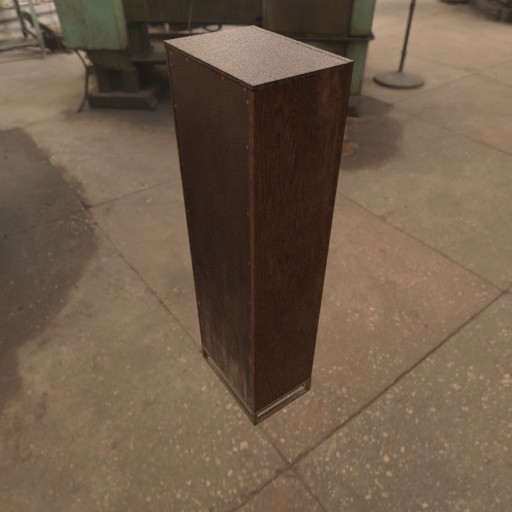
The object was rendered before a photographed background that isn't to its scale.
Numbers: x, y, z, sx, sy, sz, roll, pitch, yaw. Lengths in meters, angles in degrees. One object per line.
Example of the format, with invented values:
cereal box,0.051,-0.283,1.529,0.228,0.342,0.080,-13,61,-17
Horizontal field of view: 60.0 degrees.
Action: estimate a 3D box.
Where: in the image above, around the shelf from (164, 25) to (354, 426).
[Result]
shelf,0.000,0.000,1.981,0.395,1.732,0.539,-24,46,-26
